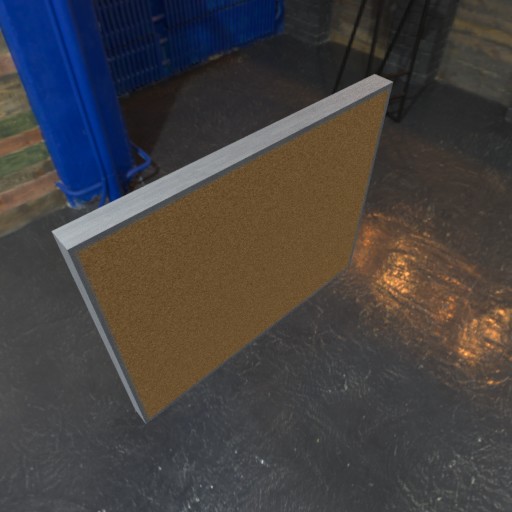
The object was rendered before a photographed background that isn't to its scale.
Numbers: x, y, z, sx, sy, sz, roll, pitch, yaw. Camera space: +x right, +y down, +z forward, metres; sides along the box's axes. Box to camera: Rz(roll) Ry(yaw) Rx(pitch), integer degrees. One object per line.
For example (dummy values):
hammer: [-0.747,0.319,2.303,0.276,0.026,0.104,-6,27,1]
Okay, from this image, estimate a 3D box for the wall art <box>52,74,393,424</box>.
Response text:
wall art: [0.000,0.000,0.759,0.557,0.450,0.037,-33,55,-27]
